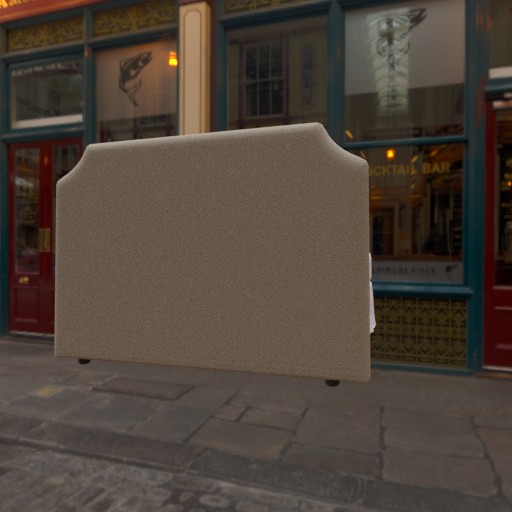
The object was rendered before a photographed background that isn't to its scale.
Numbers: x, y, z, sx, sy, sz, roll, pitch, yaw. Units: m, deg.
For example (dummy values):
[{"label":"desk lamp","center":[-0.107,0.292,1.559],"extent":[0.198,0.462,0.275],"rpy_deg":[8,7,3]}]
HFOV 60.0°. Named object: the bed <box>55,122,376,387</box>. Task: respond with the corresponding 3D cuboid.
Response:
[{"label":"bed","center":[0.000,0.000,3.392],"extent":[1.828,1.301,2.204],"rpy_deg":[0,0,18]}]
